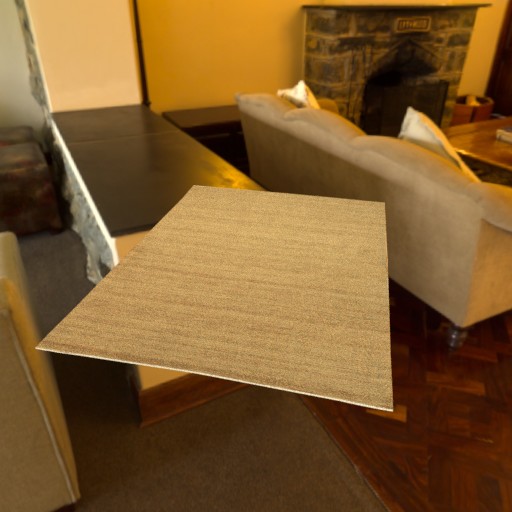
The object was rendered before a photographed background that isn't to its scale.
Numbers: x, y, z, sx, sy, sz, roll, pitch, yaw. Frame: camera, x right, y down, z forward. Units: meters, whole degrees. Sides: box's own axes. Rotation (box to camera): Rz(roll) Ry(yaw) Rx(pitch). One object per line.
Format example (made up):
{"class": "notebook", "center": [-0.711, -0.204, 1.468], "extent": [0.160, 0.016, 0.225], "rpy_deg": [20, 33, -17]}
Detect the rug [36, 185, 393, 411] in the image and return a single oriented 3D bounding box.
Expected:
{"class": "rug", "center": [0.000, 0.000, 4.210], "extent": [2.434, 0.045, 3.202], "rpy_deg": [7, 31, 12]}
